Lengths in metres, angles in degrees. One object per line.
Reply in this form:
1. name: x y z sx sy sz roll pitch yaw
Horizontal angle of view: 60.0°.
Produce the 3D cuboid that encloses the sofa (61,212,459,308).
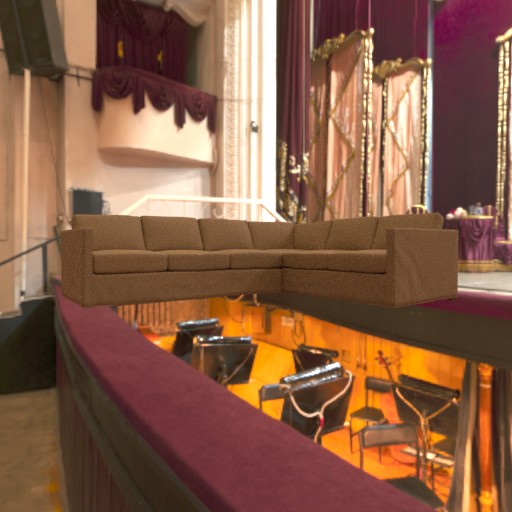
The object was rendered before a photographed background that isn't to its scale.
1. sofa: 0.000 0.000 4.422 3.182 0.871 2.432 -1 1 -35
